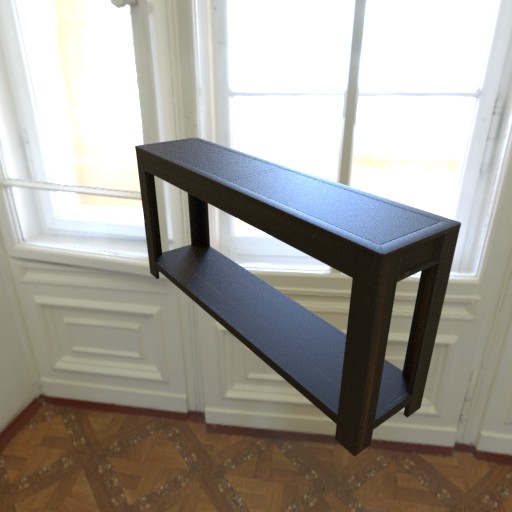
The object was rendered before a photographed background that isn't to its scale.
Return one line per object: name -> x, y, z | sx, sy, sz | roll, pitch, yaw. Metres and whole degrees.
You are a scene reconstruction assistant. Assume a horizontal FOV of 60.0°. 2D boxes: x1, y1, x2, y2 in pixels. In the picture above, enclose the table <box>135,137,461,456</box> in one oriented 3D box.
table -> 0.000, 0.000, 2.017 | 0.384, 0.762, 1.631 | -18, 32, -32
